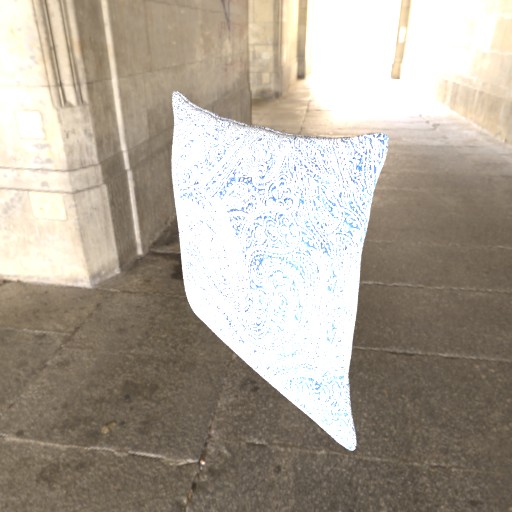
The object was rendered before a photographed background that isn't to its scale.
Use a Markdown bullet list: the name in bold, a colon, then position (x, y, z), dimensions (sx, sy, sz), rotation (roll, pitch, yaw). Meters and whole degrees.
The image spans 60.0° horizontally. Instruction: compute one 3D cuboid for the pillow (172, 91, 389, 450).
- **pillow**: position (0.000, 0.000, 0.790), dimensions (0.166, 0.510, 0.523), rotation (-18, 32, -32)
